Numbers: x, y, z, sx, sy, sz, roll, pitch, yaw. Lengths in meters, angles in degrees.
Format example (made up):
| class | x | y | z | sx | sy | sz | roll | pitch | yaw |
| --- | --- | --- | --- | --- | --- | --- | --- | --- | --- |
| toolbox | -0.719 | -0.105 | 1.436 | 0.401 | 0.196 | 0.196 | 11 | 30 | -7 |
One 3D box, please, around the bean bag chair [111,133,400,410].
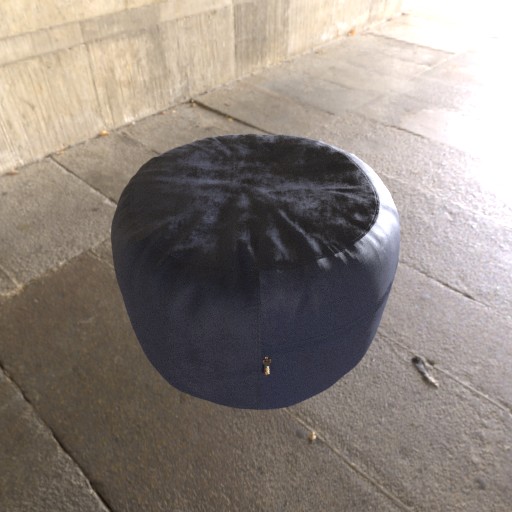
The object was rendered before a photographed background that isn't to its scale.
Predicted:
| class | x | y | z | sx | sy | sz | roll | pitch | yaw |
| --- | --- | --- | --- | --- | --- | --- | --- | --- | --- |
| bean bag chair | 0.000 | 0.000 | 2.014 | 1.219 | 0.762 | 1.219 | 0 | 41 | 0 |
